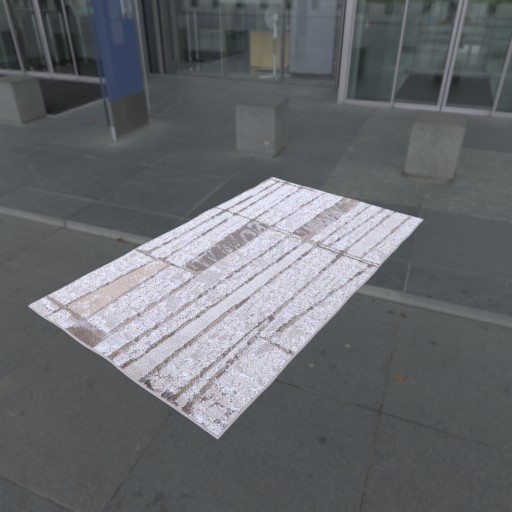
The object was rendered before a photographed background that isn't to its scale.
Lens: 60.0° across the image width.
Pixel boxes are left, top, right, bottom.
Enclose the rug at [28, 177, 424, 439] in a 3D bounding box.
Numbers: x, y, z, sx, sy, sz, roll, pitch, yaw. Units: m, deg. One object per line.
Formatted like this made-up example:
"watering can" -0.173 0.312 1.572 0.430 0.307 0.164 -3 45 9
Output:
"rug" 0.000 0.000 1.066 0.515 0.007 0.867 22 38 31
